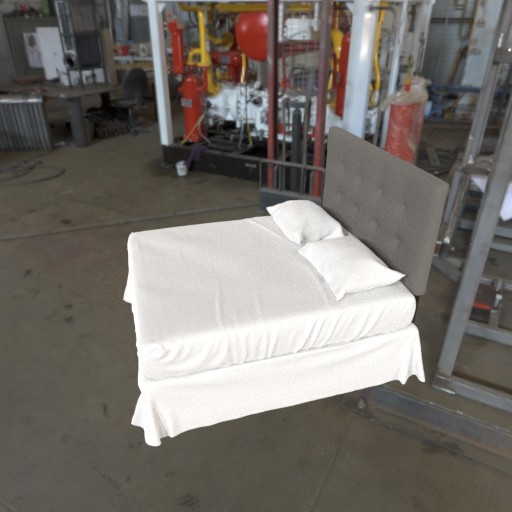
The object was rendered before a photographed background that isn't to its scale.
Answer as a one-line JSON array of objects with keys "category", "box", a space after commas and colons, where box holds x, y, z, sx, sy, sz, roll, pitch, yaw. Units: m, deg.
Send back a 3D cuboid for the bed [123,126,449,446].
[{"category": "bed", "box": [0.000, 0.000, 3.559, 2.222, 1.577, 1.936, -8, 30, -14]}]
